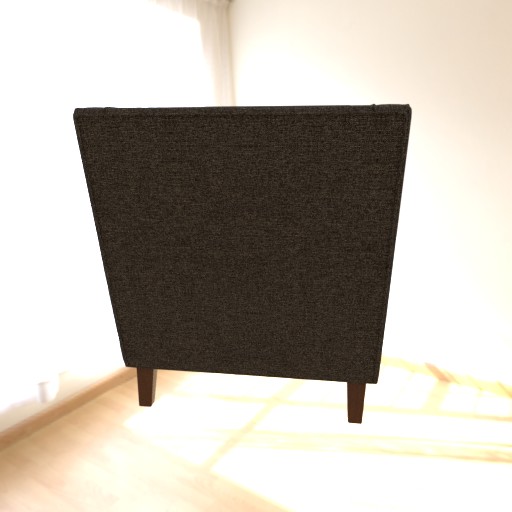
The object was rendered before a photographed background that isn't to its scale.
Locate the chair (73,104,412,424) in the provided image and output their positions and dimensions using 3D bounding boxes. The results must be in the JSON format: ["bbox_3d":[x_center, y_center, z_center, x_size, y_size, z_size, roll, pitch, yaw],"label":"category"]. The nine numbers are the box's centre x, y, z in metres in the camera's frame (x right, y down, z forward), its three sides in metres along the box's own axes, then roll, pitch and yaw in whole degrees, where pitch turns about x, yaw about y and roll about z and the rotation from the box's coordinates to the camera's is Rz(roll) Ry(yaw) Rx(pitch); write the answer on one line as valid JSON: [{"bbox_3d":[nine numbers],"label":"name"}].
[{"bbox_3d":[0.000,0.000,1.759,0.942,1.082,0.927,2,15,7],"label":"chair"}]
